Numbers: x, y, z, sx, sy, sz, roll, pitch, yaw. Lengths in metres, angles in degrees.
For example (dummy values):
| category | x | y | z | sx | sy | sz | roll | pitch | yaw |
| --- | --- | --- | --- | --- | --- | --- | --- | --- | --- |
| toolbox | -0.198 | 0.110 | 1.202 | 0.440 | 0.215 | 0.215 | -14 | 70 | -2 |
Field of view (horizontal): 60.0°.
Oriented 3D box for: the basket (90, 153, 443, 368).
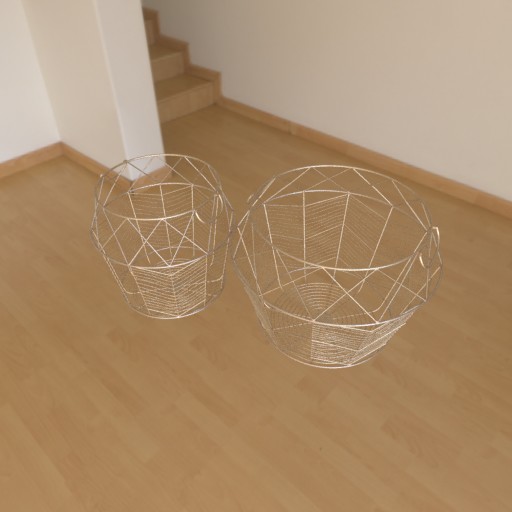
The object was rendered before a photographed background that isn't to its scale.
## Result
| category | x | y | z | sx | sy | sz | roll | pitch | yaw |
| --- | --- | --- | --- | --- | --- | --- | --- | --- | --- |
| basket | 0.000 | 0.000 | 1.050 | 0.805 | 0.343 | 0.451 | 11 | 42 | 13 |
